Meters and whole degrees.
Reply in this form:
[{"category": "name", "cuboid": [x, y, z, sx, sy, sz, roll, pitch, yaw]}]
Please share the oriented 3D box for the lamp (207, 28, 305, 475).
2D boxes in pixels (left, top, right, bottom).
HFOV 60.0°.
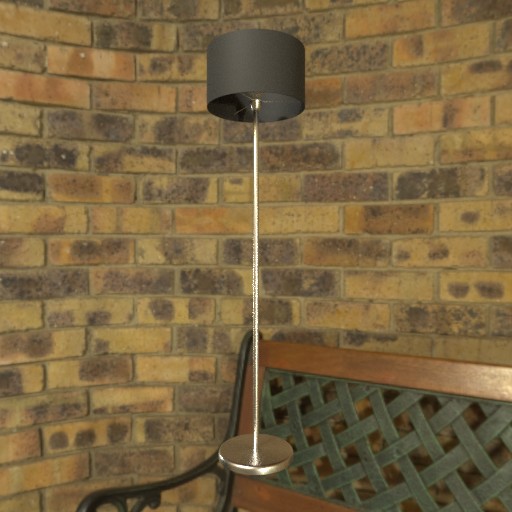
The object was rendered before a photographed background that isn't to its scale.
[{"category": "lamp", "cuboid": [0.000, 0.000, 1.586, 0.348, 1.443, 0.348, 0, 1, 0]}]
